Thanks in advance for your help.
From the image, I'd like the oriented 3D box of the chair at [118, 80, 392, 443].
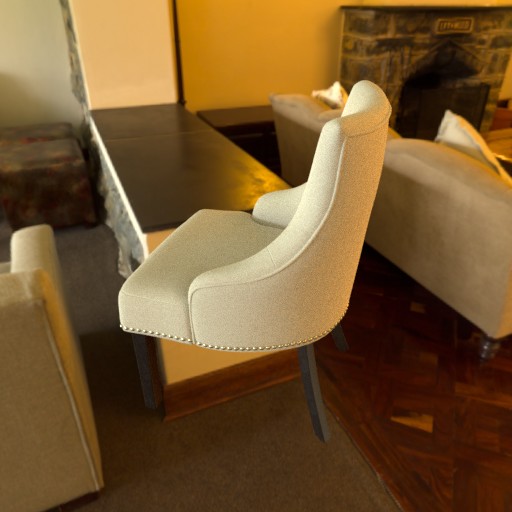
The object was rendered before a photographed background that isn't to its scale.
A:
[{"bbox_3d":[0.000,0.000,1.279,0.629,0.909,0.566,9,31,15],"label":"chair"}]
